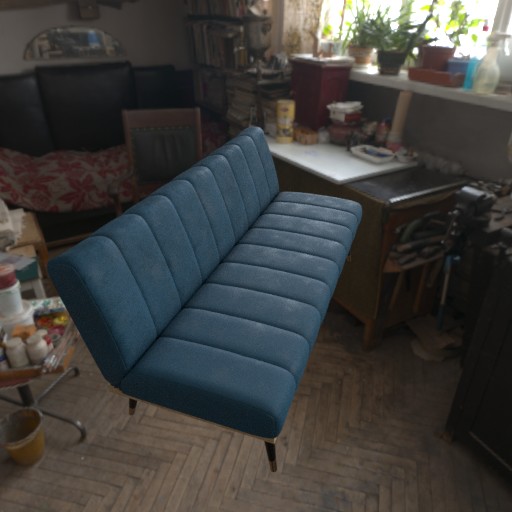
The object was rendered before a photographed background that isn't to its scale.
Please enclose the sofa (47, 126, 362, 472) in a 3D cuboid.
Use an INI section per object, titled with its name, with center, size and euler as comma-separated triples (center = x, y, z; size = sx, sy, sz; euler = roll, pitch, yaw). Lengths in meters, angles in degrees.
[sofa]
center = 0.000, 0.000, 2.254
size = 0.830, 0.825, 1.810
euler = 11, 32, 17
